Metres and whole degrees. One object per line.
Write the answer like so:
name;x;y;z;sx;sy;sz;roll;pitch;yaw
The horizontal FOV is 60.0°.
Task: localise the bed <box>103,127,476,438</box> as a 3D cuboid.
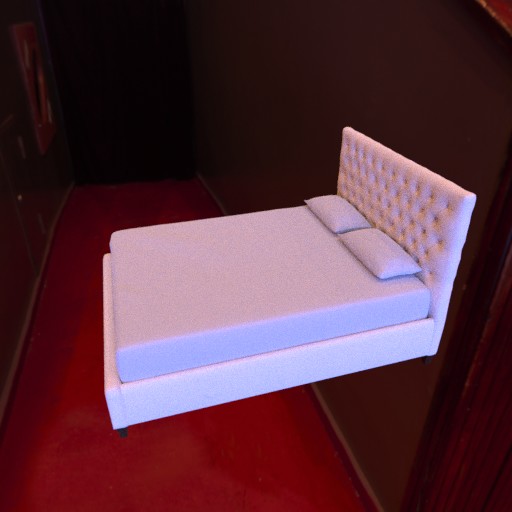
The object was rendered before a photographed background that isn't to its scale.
bed;0.000;0.000;3.467;2.387;1.427;1.698;-9;32;-14
